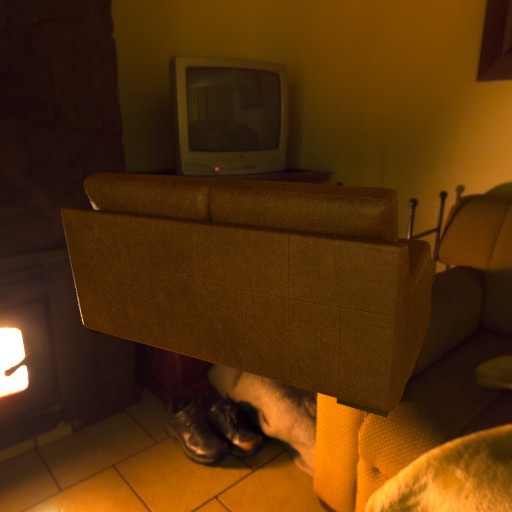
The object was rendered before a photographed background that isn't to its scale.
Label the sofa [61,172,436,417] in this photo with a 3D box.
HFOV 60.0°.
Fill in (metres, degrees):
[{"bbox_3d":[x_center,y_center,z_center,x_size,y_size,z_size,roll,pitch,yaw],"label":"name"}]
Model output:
[{"bbox_3d":[0.000,0.000,2.525,1.880,0.939,1.143,8,17,27],"label":"sofa"}]
